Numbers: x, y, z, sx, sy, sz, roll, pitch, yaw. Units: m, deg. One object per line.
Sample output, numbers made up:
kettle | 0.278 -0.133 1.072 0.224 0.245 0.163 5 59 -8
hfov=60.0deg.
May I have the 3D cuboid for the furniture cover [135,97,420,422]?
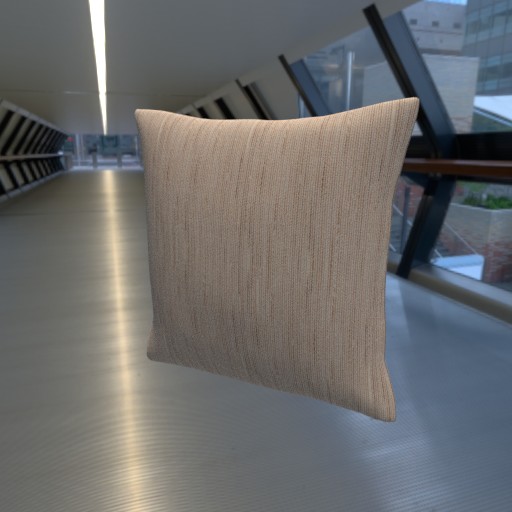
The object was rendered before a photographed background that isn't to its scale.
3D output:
furniture cover | 0.000 0.000 0.776 0.512 0.506 0.178 7 16 25
